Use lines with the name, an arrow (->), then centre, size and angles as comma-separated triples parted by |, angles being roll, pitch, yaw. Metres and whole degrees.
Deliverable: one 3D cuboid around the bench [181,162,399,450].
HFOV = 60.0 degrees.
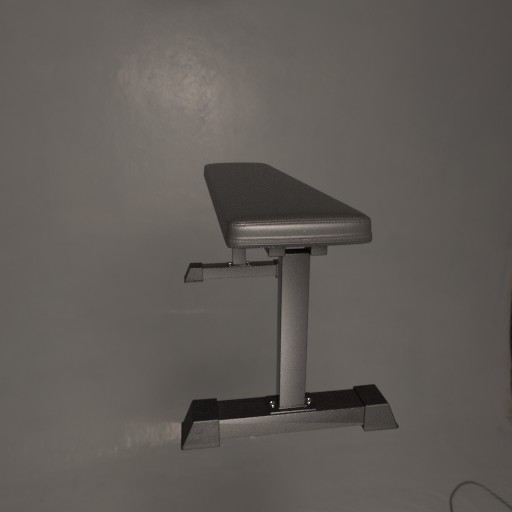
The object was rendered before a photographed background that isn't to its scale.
bench -> 0.000, 0.000, 1.289 | 0.439, 0.453, 1.072 | -2, 17, -8
